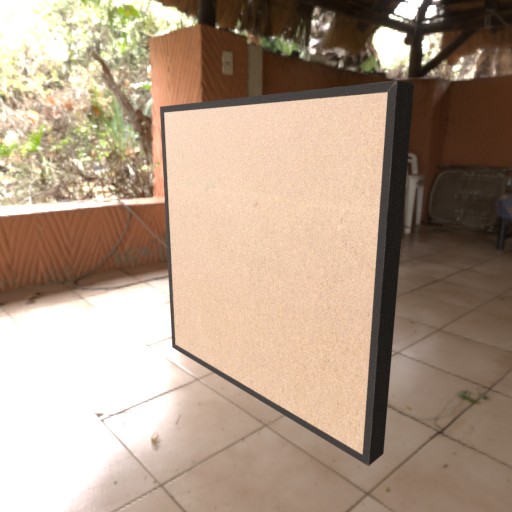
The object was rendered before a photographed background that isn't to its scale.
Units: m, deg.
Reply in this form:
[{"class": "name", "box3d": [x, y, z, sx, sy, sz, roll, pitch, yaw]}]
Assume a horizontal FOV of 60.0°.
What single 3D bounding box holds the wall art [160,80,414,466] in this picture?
[{"class": "wall art", "box3d": [0.000, 0.000, 0.753, 0.038, 0.508, 0.508, -13, 19, -41]}]
